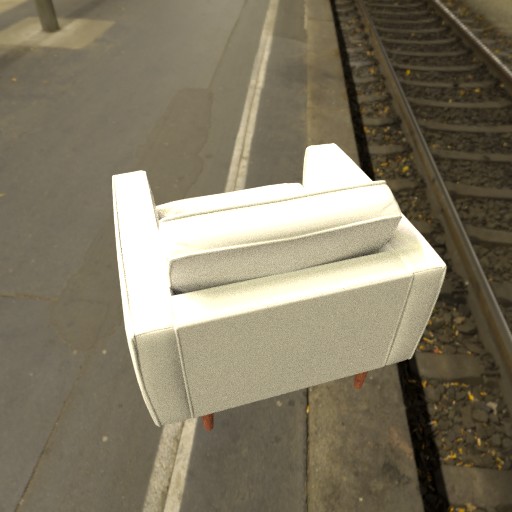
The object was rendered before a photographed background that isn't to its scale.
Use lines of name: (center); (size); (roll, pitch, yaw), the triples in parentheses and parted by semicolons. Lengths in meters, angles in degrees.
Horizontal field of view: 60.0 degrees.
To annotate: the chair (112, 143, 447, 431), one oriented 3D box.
chair: (0.000, 0.000, 1.570); (0.928, 0.773, 0.843); (-11, 42, -12)
